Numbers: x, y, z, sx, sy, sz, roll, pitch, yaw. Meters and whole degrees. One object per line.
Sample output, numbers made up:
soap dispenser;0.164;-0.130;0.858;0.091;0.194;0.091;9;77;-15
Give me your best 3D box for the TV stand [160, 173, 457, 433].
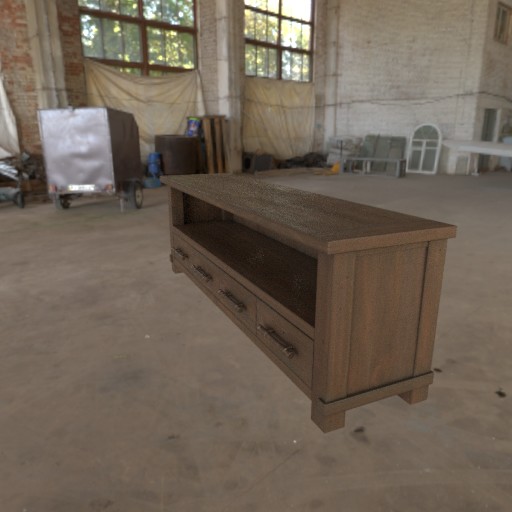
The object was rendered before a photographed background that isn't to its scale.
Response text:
TV stand;0.000;0.000;2.129;0.471;0.615;1.866;-7;17;-24
